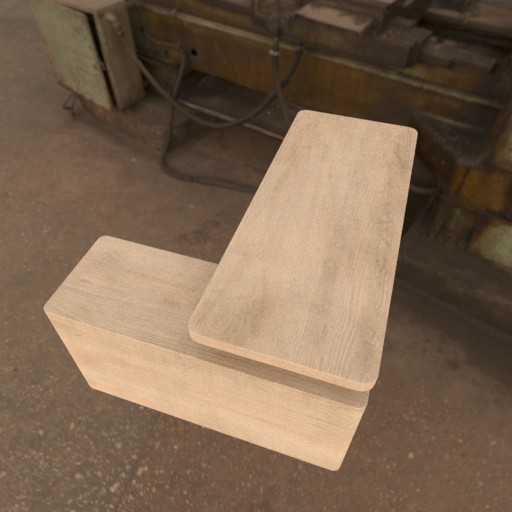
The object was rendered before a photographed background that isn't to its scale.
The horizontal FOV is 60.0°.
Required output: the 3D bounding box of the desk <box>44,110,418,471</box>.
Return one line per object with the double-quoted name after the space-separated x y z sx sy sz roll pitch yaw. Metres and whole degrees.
0.000 0.000 2.088 1.175 0.770 1.400 14 49 12 "desk"
